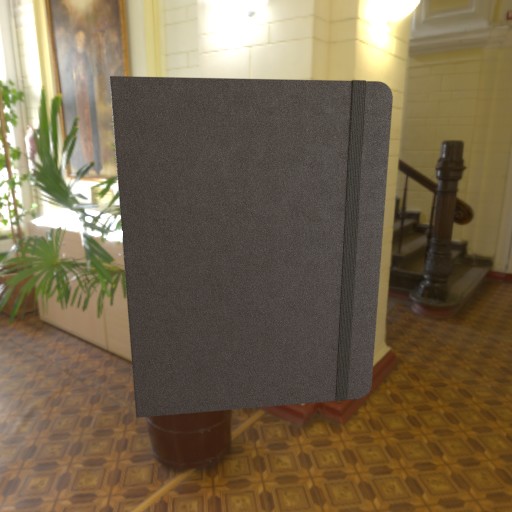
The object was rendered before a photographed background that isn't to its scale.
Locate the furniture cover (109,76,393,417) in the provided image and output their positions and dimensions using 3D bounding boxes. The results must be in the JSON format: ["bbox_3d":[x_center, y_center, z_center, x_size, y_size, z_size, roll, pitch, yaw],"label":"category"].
[{"bbox_3d":[0.000,0.000,0.378,0.216,0.281,0.023,-2,15,-8],"label":"furniture cover"}]
